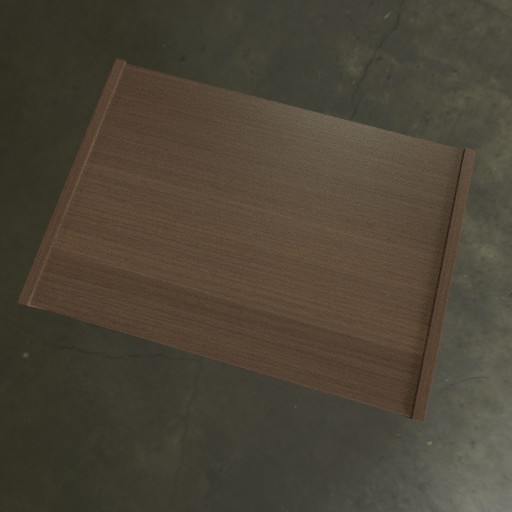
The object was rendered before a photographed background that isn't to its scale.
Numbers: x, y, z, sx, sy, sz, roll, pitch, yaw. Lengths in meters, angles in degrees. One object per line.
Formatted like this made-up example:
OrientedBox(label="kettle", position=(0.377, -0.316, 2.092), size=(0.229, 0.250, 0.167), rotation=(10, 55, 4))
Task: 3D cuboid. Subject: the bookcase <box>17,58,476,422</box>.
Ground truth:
OrientedBox(label="bookcase", position=(0.000, 0.000, 0.611), size=(0.415, 0.305, 0.290), rotation=(16, 78, 4))
